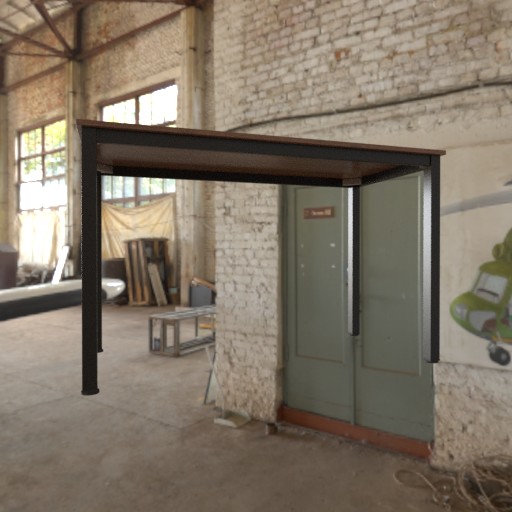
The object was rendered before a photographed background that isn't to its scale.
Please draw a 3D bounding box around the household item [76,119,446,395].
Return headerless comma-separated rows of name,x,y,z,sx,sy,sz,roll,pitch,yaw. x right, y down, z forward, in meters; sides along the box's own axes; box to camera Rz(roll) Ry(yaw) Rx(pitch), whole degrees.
household item,0.000,0.000,1.651,1.200,0.750,0.600,0,1,-18
